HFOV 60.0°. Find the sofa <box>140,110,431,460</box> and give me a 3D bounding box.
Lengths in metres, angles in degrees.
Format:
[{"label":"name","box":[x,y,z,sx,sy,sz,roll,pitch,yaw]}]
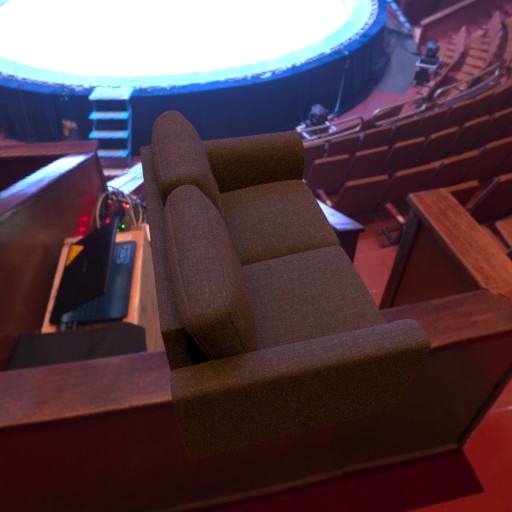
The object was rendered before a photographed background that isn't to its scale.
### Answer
[{"label":"sofa","box":[0.000,0.000,1.954,0.851,0.885,1.423,-10,45,-10]}]
